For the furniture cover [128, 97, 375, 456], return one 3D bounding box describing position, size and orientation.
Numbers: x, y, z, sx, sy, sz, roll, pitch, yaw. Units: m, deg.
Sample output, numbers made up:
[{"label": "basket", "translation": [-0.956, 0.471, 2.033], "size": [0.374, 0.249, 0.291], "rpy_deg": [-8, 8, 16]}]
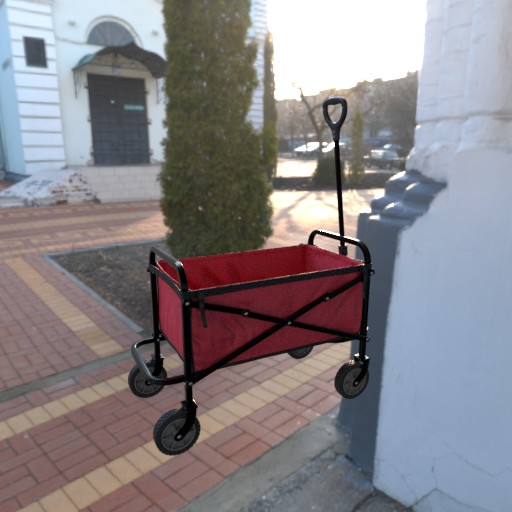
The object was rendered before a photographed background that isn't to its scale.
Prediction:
[{"label": "furniture cover", "translation": [0.000, 0.000, 1.859], "size": [1.038, 1.295, 0.532], "rpy_deg": [-7, 16, -27]}]
